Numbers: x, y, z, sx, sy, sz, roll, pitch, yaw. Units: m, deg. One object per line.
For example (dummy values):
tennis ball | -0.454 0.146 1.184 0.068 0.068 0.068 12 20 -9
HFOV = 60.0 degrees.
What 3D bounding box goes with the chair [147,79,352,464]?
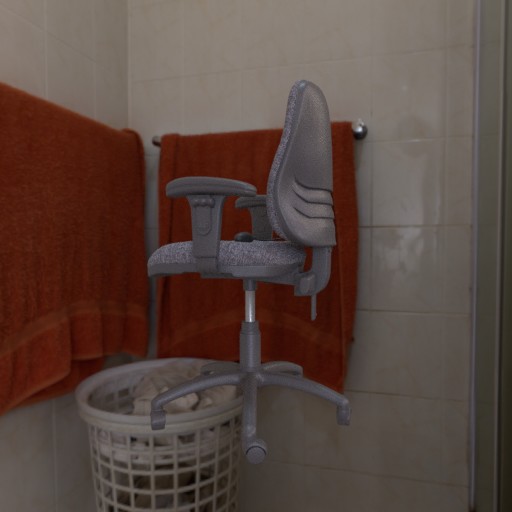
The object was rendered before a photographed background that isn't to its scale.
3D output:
chair | 0.000 0.000 1.250 0.530 0.910 0.550 1 3 18
